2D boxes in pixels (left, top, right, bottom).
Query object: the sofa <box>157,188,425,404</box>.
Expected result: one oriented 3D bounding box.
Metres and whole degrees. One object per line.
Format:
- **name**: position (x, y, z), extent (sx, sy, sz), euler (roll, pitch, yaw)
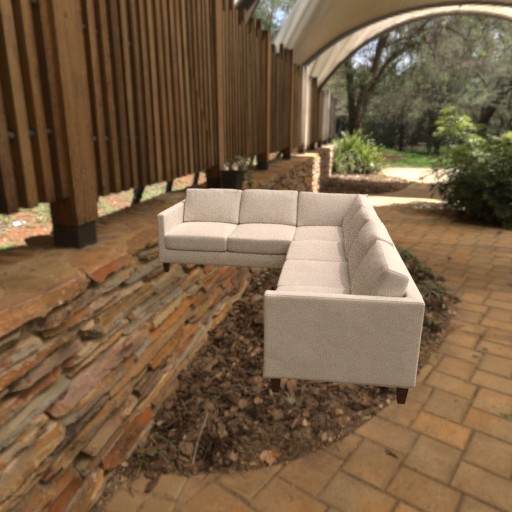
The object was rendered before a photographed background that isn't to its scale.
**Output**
- **sofa**: position (0.000, 0.000, 4.228), extent (2.432, 0.863, 3.182), euler (3, 17, 9)
